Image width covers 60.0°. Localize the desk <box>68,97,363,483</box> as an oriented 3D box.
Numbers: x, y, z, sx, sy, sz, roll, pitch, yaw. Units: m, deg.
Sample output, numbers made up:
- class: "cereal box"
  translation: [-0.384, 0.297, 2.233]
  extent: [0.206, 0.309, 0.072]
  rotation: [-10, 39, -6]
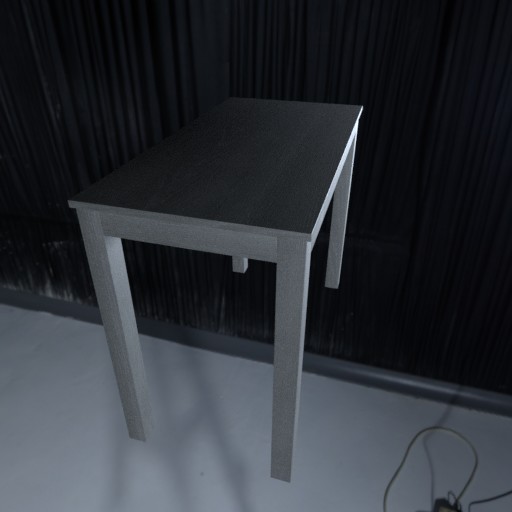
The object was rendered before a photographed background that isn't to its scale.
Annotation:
- class: "desk"
  translation: [0.000, 0.000, 1.439]
  extent: [0.499, 0.762, 0.991]
  rotation: [9, 33, 14]
